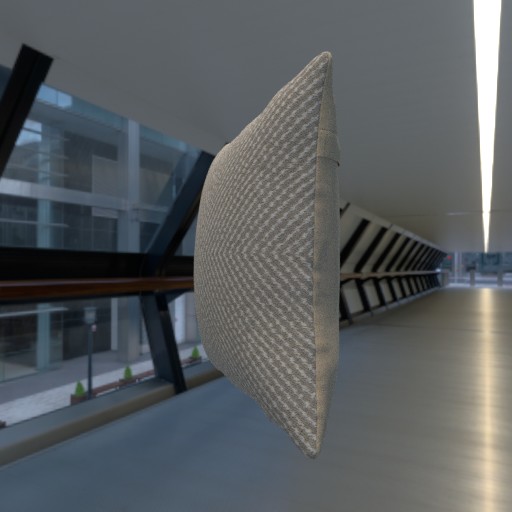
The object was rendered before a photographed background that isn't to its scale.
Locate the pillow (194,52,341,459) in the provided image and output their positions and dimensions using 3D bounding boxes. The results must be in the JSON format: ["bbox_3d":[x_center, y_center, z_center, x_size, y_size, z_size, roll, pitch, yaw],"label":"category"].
[{"bbox_3d":[0.000,0.000,0.704,0.181,0.458,0.459,0,-1,-18],"label":"pillow"}]
